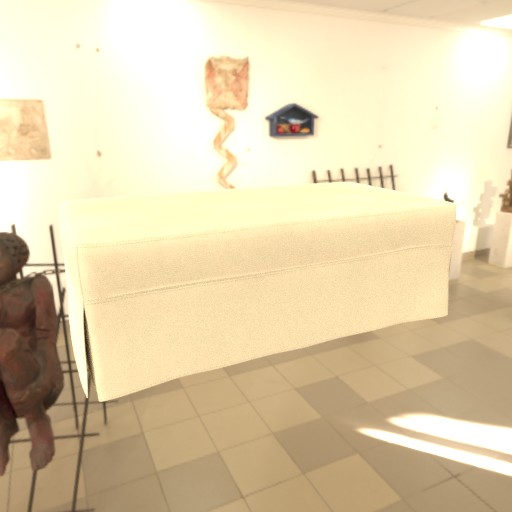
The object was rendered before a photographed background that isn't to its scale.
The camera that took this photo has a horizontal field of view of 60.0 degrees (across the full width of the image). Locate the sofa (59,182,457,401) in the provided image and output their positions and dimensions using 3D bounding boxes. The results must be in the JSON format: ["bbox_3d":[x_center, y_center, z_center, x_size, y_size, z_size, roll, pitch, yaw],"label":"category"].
[{"bbox_3d":[0.000,0.000,2.095,1.677,0.552,0.939,-8,18,-25],"label":"sofa"}]
